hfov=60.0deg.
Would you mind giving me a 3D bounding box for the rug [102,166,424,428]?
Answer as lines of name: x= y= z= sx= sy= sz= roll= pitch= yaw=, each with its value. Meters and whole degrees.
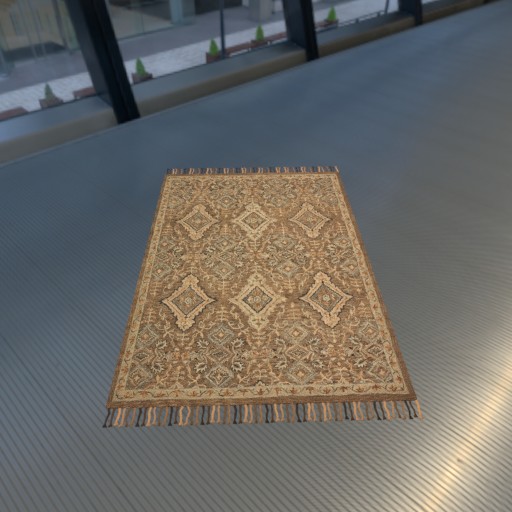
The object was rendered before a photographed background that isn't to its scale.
rug: x=0.000 y=0.000 z=3.005 sx=1.516 sy=0.010 sz=2.434 roll=-1 pitch=40 yaw=-1
